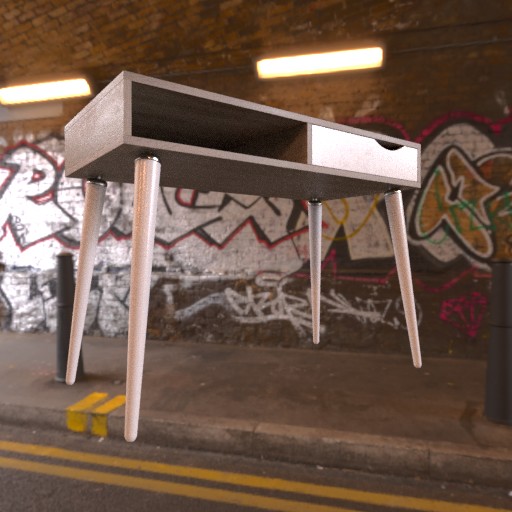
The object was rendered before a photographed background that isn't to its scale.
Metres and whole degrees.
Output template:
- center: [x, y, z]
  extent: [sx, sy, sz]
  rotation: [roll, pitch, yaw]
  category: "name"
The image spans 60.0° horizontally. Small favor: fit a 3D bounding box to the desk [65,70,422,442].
- center: [0.000, 0.000, 1.337]
  extent: [0.979, 0.723, 0.491]
  rotation: [0, 0, -36]
  category: "desk"
